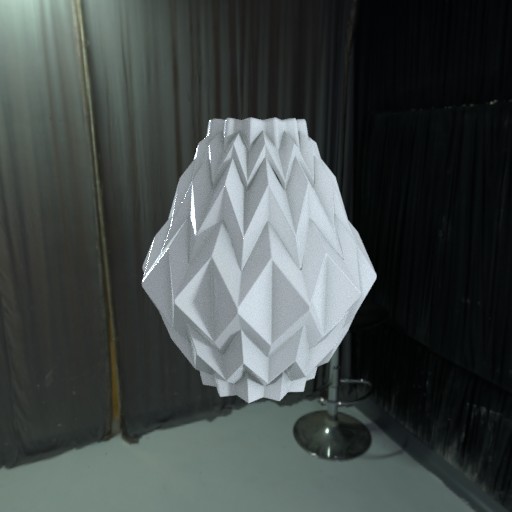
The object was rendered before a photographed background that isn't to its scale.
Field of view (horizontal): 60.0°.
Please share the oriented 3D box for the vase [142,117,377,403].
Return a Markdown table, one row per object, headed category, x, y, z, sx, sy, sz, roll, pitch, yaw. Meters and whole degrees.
| category | x | y | z | sx | sy | sz | roll | pitch | yaw |
| --- | --- | --- | --- | --- | --- | --- | --- | --- | --- |
| vase | 0.000 | 0.000 | 0.314 | 0.164 | 0.185 | 0.164 | 0 | 15 | 0 |
